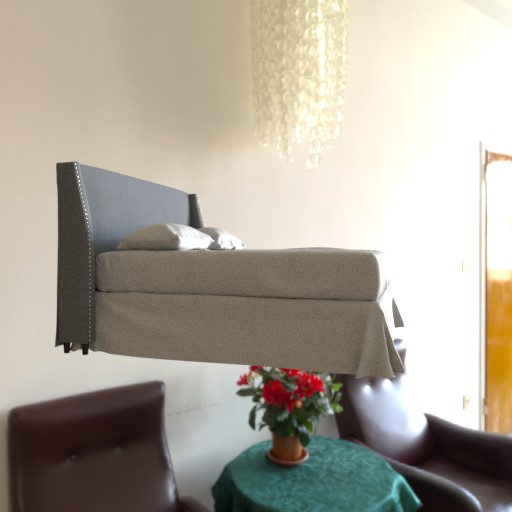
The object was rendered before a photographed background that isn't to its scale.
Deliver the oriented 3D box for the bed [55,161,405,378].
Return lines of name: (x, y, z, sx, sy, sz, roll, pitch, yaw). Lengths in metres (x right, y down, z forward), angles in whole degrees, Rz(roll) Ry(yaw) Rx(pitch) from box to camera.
bed: (0.000, 0.000, 3.565, 2.276, 1.332, 1.925, 0, 1, 19)
